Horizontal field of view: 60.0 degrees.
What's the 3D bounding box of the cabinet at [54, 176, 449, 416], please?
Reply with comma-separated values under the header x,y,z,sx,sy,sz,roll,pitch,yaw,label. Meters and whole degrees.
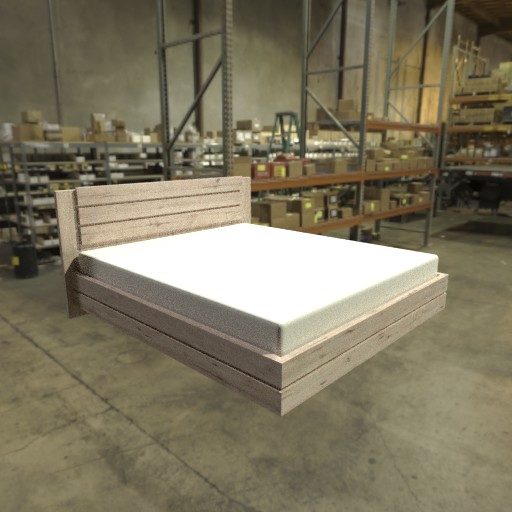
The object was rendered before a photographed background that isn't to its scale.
x,y,z,sx,sy,sz,roll,pitch,yaw,label
0.000,0.000,3.222,2.080,0.970,1.950,13,19,42,cabinet
